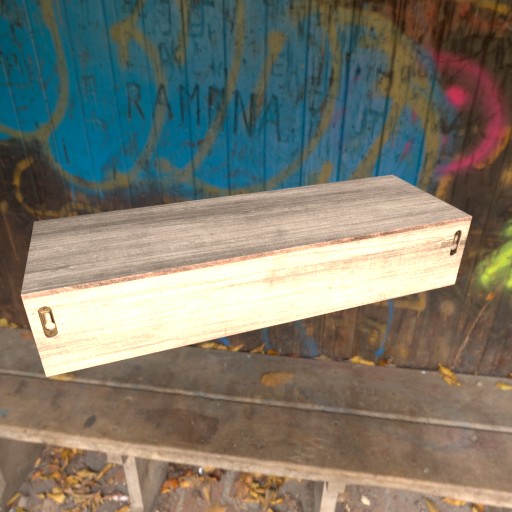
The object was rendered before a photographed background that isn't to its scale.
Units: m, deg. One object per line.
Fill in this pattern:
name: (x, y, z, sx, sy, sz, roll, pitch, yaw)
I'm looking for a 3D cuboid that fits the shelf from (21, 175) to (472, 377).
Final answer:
shelf: (0.000, 0.000, 0.679, 0.610, 0.125, 0.200, -10, 31, -17)
